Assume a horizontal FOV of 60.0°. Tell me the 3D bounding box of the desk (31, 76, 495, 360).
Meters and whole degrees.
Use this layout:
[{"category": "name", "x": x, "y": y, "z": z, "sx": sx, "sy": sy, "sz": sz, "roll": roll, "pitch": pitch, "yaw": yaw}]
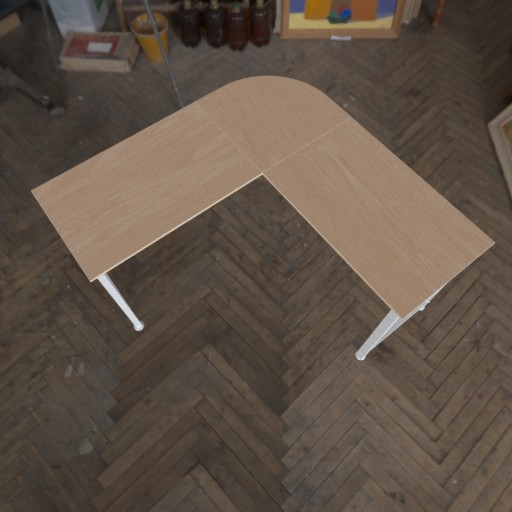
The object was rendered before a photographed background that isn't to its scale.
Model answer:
[{"category": "desk", "x": 0.000, "y": 0.000, "z": 2.215, "sx": 1.400, "sy": 0.762, "sz": 1.400, "roll": -35, "pitch": 68, "yaw": -16}]
